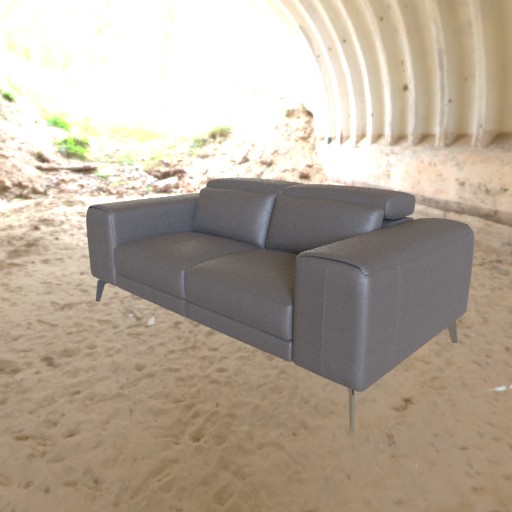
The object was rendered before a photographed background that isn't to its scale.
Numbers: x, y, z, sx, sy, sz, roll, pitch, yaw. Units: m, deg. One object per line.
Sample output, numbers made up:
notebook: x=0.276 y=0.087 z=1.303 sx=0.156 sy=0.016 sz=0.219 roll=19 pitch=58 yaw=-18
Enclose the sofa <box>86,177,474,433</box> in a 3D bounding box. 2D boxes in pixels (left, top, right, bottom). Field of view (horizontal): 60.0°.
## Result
sofa: x=0.000 y=0.000 z=2.425 sx=1.930 sy=0.753 sz=1.024 roll=14 pitch=20 yaw=42
